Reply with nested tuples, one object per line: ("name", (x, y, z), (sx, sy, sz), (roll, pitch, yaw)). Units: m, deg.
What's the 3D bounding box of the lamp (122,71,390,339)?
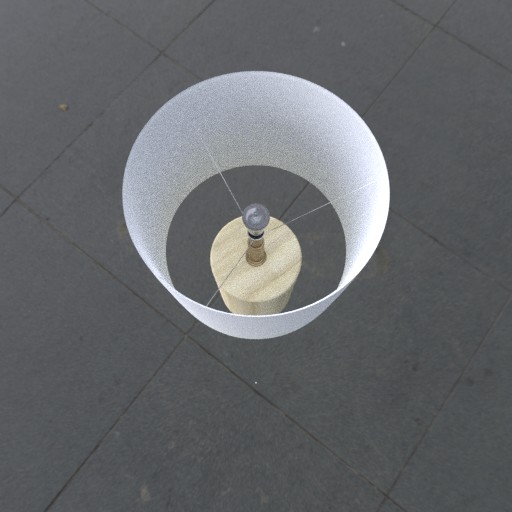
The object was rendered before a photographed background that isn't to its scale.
("lamp", (0.000, 0.000, 0.589), (0.228, 0.444, 0.228), (-36, 77, -10))
